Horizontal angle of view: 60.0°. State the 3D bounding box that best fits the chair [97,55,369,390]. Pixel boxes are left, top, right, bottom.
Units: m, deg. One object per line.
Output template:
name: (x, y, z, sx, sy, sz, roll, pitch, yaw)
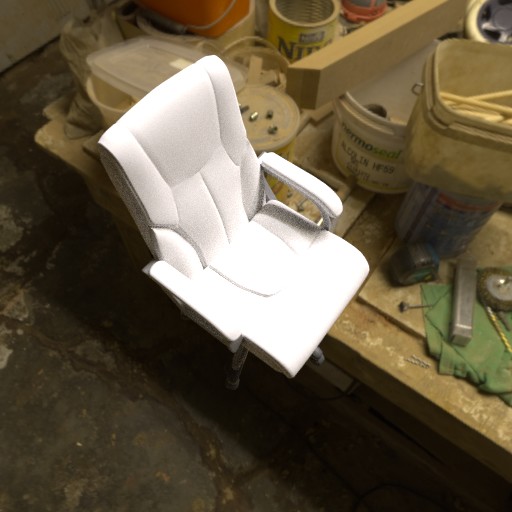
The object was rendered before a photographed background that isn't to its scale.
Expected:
chair: (0.000, 0.000, 1.607, 0.738, 1.120, 0.687, 33, 65, 18)
